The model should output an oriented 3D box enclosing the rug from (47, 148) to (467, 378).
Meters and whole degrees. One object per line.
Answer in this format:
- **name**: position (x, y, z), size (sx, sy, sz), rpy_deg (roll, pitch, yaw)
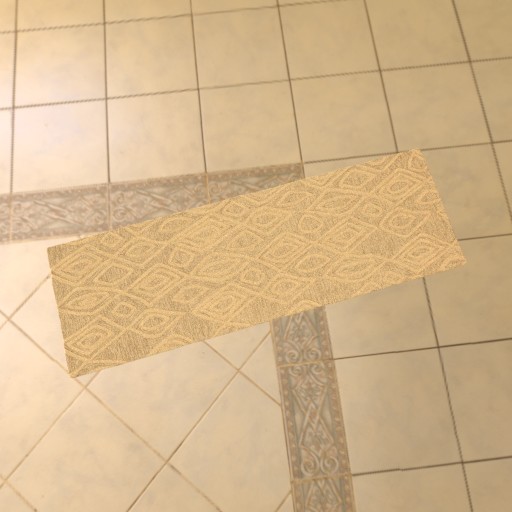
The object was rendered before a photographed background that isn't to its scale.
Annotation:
- **rug**: position (0.000, 0.000, 2.689), size (2.436, 0.013, 0.807), rpy_deg (-16, 77, -4)
